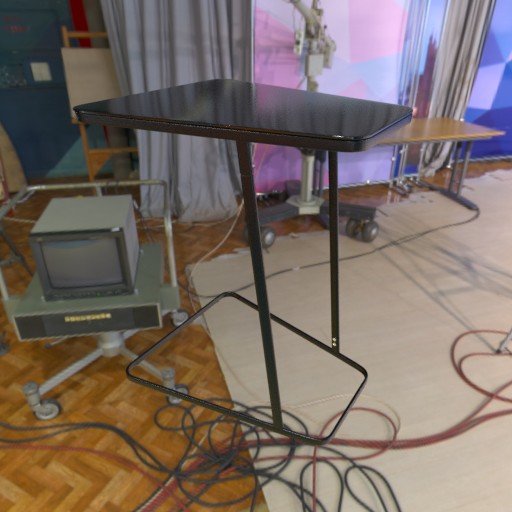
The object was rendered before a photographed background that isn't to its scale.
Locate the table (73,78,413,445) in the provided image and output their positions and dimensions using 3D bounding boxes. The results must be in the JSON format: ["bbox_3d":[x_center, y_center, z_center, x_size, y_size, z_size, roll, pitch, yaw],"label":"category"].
[{"bbox_3d":[0.000,0.000,0.941,0.500,0.624,0.427,18,34,29],"label":"table"}]
